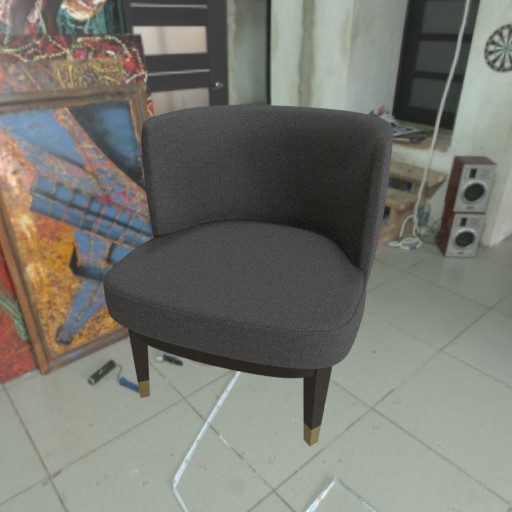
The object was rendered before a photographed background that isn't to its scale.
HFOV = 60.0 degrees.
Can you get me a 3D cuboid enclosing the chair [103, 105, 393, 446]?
[{"bbox_3d":[0.000,0.000,1.224,0.639,0.695,0.698,9,29,17],"label":"chair"}]
